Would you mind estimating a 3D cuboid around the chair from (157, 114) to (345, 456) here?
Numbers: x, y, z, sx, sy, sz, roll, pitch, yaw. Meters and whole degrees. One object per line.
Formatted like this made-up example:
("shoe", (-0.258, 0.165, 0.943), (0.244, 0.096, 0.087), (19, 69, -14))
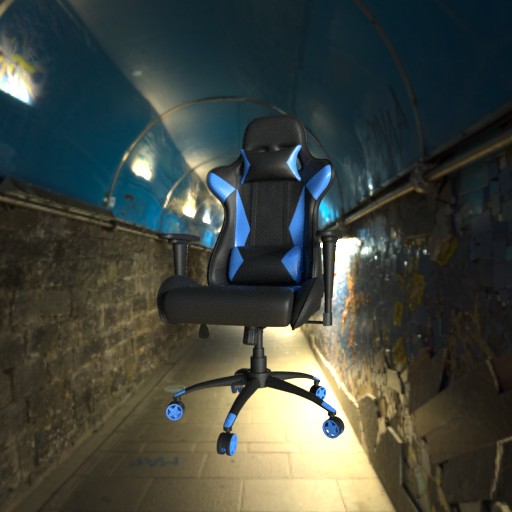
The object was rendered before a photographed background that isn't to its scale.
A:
("chair", (0.000, 0.000, 1.738), (0.695, 1.282, 0.730), (0, -1, 17))
